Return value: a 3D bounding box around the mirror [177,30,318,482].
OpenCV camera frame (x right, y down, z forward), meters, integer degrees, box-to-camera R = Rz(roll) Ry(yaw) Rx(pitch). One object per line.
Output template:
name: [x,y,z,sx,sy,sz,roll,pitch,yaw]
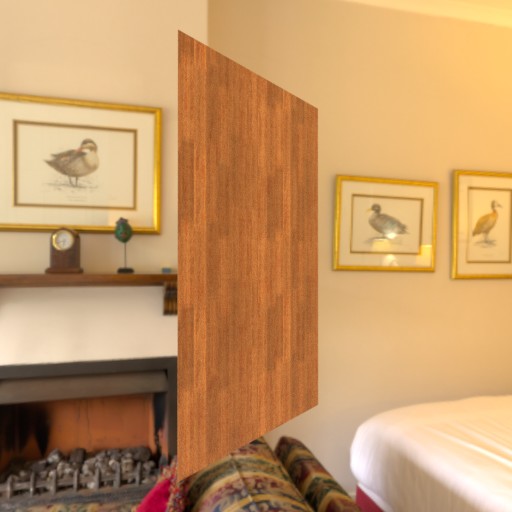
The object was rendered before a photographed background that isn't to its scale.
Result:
mirror: [0.000,0.000,1.264,0.047,1.010,0.651,0,0,36]
